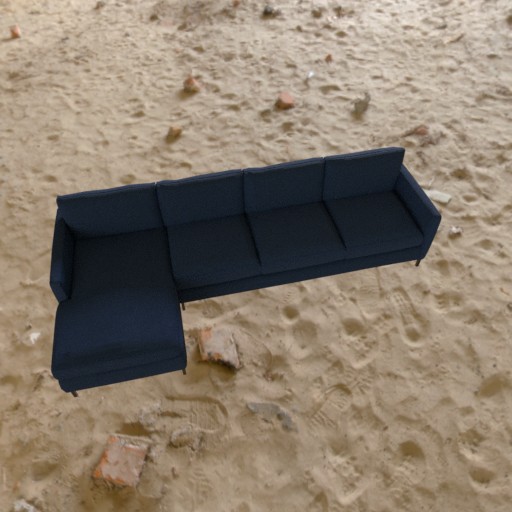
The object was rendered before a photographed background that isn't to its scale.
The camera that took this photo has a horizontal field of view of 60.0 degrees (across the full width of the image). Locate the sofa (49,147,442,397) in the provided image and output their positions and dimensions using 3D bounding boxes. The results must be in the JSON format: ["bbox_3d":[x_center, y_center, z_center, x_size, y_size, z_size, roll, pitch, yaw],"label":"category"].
[{"bbox_3d":[0.000,0.000,2.817,2.450,0.679,1.128,-10,49,-9],"label":"sofa"}]
